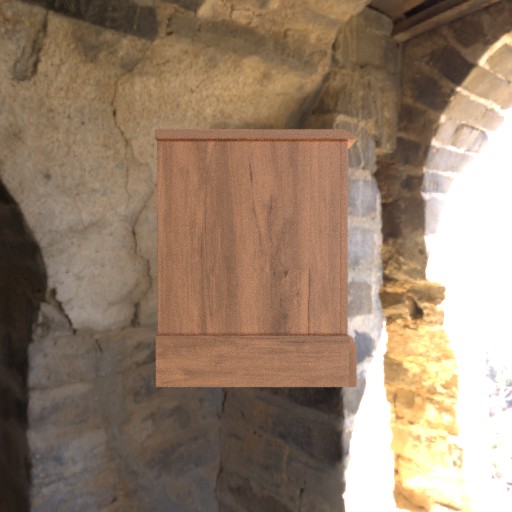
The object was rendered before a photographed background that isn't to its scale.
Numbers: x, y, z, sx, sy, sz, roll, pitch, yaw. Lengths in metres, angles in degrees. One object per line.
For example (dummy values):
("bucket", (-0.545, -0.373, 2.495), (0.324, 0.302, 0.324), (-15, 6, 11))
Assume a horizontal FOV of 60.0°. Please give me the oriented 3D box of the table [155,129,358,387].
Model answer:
("table", (0.000, 0.000, 1.477), (0.400, 0.510, 1.200), (0, 0, 0))
